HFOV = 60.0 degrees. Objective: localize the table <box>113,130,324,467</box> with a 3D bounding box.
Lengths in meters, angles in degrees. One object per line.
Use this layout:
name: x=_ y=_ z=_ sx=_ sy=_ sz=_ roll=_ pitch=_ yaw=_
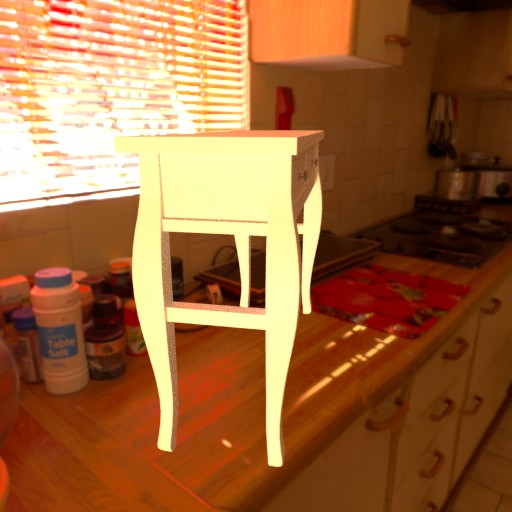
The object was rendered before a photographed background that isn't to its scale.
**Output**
table: x=0.000 y=0.000 z=1.430 sx=0.373 sy=0.768 sz=1.062 roll=3 pitch=17 yaw=11
